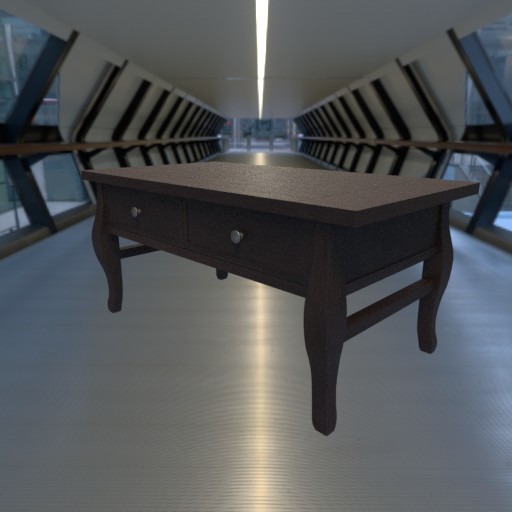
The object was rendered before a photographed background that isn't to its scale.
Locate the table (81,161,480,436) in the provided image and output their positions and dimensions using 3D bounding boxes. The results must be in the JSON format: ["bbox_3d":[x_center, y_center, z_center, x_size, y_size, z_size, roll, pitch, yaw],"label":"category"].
[{"bbox_3d":[0.000,0.000,1.379,1.062,0.494,0.600,15,22,43],"label":"table"}]
